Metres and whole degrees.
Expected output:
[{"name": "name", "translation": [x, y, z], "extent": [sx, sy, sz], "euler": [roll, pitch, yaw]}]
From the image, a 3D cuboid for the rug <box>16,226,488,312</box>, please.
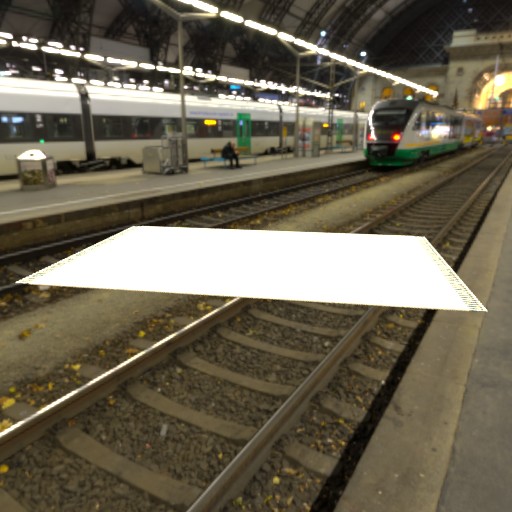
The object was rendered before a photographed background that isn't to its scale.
[{"name": "rug", "translation": [0.000, 0.000, 2.975], "extent": [2.438, 0.010, 1.524], "euler": [3, 16, 9]}]
